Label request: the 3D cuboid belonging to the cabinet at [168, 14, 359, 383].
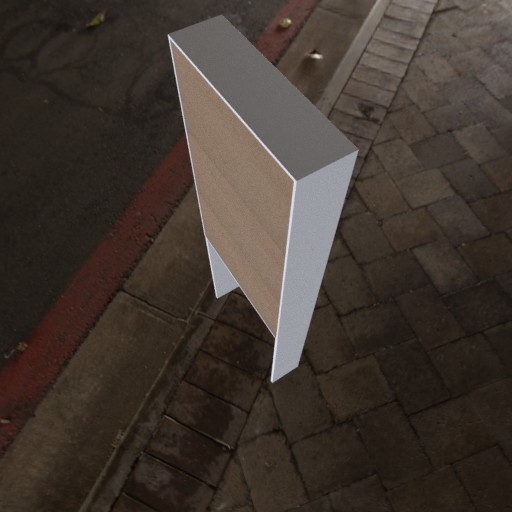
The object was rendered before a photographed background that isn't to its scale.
[{"bbox_3d":[0.000,0.000,1.924,0.192,1.770,0.643,-29,64,-16],"label":"cabinet"}]
